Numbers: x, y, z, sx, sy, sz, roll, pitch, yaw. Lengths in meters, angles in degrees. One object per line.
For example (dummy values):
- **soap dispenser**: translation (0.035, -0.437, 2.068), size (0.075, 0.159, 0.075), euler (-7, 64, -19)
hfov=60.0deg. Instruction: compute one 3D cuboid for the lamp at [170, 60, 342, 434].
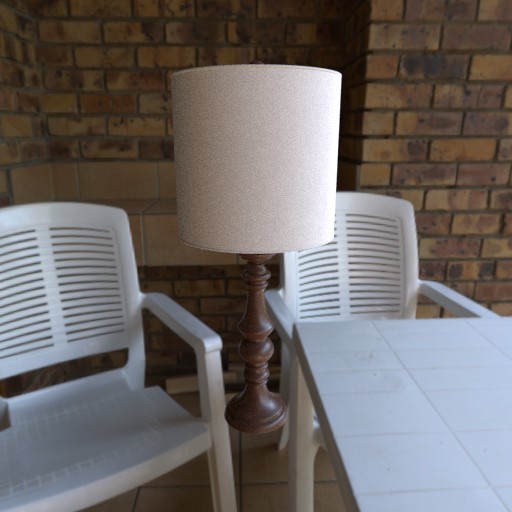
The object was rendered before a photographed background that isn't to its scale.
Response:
- **lamp**: translation (0.000, 0.000, 0.732), size (0.250, 0.597, 0.250), euler (-2, 16, -8)
